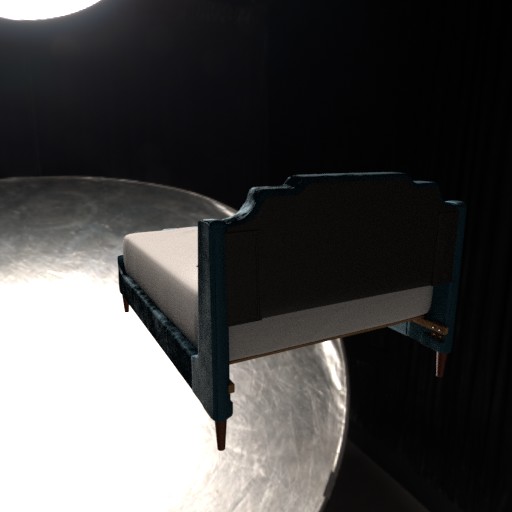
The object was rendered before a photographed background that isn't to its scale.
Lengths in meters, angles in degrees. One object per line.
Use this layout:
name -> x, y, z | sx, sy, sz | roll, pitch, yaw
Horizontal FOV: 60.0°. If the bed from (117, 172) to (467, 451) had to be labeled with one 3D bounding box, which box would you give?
bed -> 0.000, 0.000, 3.385 | 1.678, 1.338, 2.322 | -7, 15, -27
